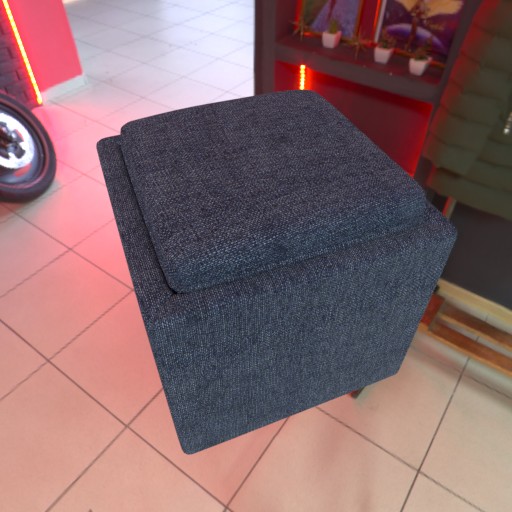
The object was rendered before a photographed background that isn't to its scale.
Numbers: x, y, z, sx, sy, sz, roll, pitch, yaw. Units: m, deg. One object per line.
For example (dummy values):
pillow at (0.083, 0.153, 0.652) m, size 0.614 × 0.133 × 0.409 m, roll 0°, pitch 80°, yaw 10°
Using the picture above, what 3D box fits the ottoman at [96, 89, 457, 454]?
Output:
ottoman at (0.000, 0.000, 0.829) m, size 0.450 × 0.460 × 0.450 m, roll -16°, pitch 47°, yaw -15°
